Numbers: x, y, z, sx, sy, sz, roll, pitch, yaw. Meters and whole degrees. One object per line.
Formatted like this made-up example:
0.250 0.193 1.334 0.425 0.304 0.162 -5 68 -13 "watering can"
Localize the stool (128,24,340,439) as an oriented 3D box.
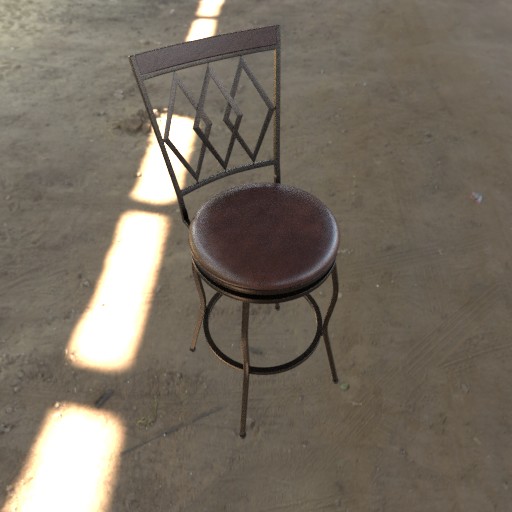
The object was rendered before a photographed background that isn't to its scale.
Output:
0.000 0.000 1.360 0.432 1.134 0.521 -23 50 -21 "stool"
